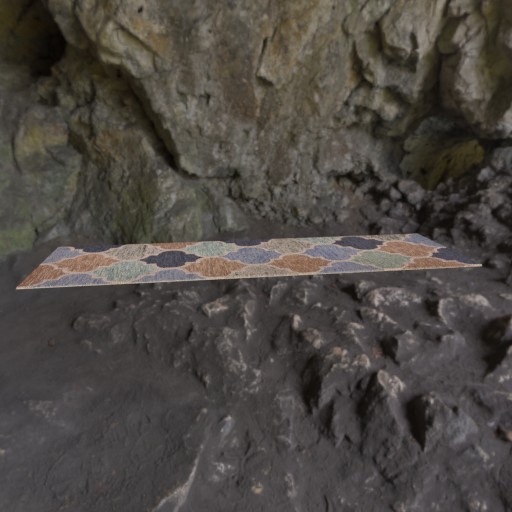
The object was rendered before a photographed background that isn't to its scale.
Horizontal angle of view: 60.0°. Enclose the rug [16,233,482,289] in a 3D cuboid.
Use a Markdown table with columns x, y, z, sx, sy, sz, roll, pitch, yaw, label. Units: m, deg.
| x | y | z | sx | sy | sz | roll | pitch | yaw | label |
| --- | --- | --- | --- | --- | --- | --- | --- | --- | --- |
| 0.000 | 0.000 | 2.478 | 2.287 | 0.011 | 0.687 | -2 | 17 | -8 | rug |
